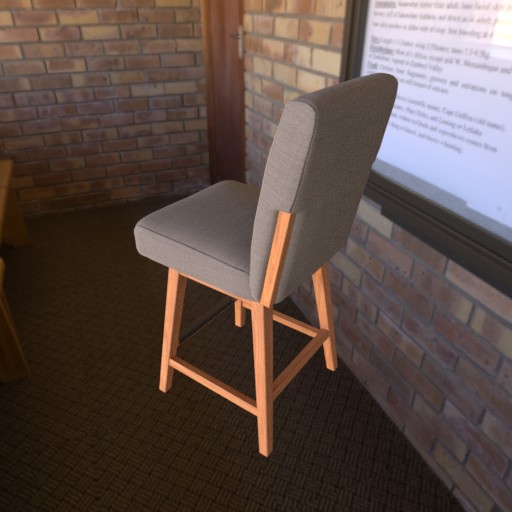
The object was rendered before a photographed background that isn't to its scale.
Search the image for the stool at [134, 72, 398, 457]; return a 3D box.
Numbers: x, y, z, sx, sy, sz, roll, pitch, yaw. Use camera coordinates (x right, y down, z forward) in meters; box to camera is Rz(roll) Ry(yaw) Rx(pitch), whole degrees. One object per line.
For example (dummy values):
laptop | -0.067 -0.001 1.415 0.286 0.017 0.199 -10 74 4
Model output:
stool | 0.000 0.000 1.312 0.570 1.019 0.459 20 36 30
